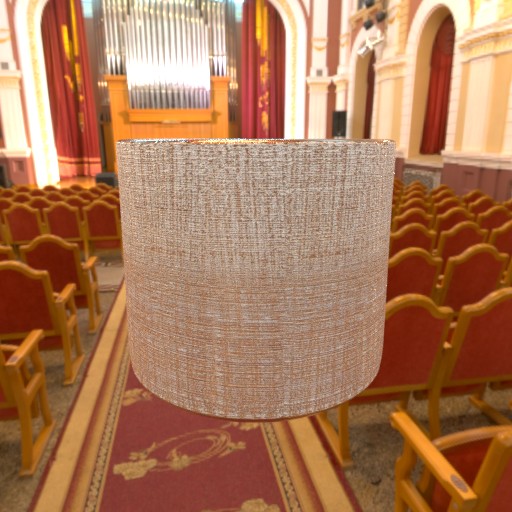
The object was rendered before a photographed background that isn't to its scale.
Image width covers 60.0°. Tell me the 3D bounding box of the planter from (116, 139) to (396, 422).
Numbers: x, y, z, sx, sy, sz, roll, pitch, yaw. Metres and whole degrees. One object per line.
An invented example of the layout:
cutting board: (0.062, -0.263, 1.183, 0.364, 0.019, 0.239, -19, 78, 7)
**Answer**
planter: (0.000, 0.000, 0.307, 0.177, 0.157, 0.177, 0, 15, 0)
